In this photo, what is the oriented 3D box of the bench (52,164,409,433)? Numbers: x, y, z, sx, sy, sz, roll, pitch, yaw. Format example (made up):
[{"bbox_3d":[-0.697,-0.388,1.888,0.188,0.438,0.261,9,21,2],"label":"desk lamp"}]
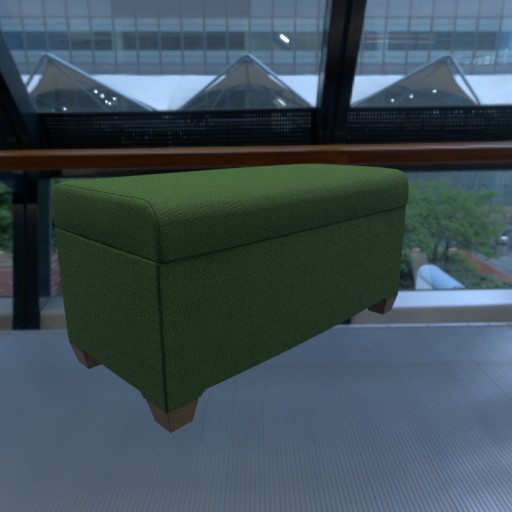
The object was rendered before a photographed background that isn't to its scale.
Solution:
[{"bbox_3d":[0.000,0.000,1.313,0.505,0.501,0.989,15,21,42],"label":"bench"}]
